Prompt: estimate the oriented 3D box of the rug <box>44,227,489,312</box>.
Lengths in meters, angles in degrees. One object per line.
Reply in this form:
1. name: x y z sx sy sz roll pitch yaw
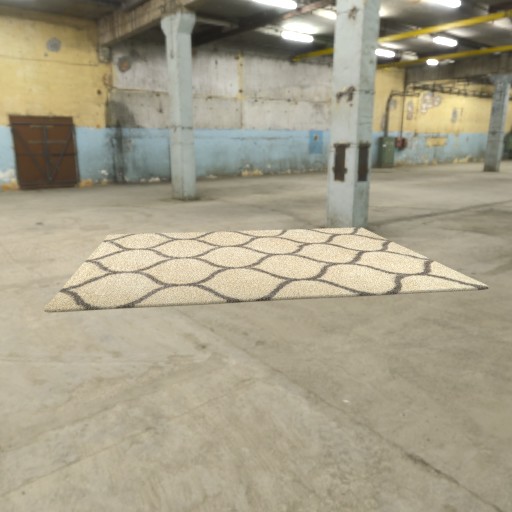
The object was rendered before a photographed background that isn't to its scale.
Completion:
1. rug: 0.000 0.000 4.057 3.000 0.026 2.399 -2 14 -8
